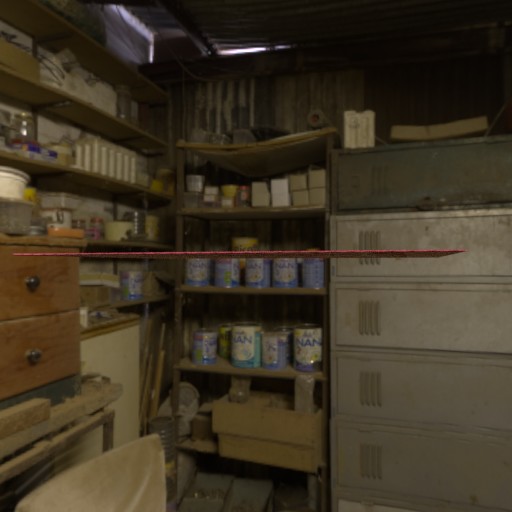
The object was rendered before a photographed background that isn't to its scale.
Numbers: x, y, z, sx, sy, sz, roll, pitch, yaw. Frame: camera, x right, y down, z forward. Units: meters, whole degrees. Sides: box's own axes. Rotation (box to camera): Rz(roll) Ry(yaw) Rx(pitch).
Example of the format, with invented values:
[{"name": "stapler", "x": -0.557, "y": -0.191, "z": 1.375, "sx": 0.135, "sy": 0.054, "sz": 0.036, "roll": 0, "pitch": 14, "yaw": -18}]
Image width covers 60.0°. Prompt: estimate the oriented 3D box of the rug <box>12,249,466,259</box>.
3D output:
[{"name": "rug", "x": 0.000, "y": 0.000, "z": 2.733, "sx": 2.184, "sy": 0.007, "sz": 1.579, "roll": 0, "pitch": -1, "yaw": 19}]
